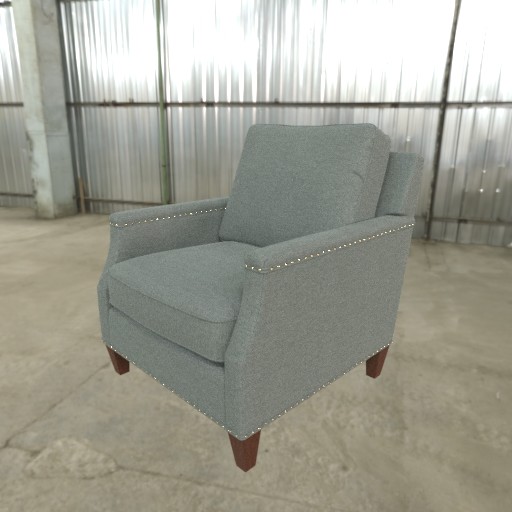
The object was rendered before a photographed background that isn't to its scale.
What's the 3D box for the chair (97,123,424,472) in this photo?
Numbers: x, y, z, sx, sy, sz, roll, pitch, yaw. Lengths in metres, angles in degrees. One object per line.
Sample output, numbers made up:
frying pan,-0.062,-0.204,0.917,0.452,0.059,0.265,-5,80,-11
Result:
chair,0.000,0.000,1.797,1.031,1.031,0.885,-16,22,-42
